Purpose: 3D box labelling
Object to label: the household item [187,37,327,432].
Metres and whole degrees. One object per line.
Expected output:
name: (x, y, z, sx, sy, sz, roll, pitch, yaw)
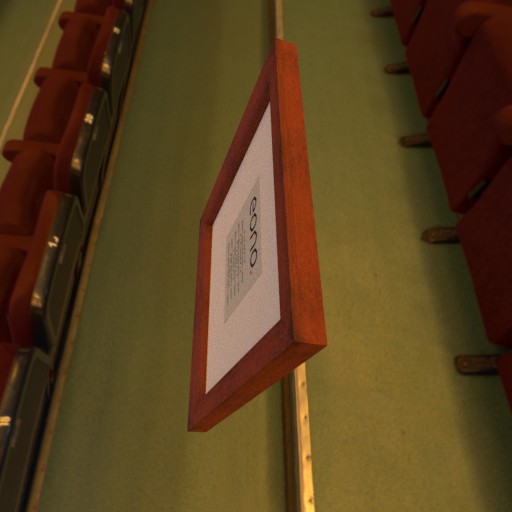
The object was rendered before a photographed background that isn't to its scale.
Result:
household item: (0.000, 0.000, 0.375, 0.131, 0.240, 0.240, -1, 59, 0)
